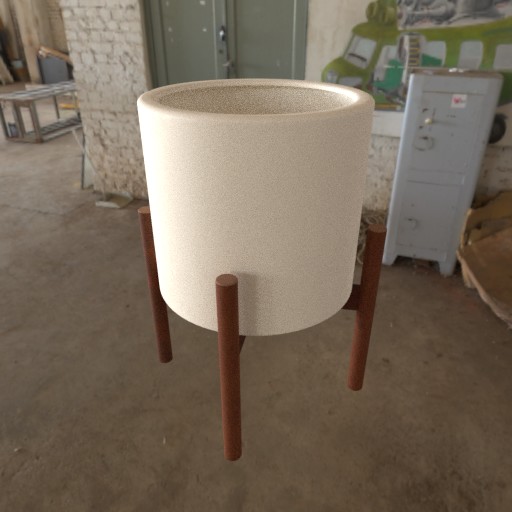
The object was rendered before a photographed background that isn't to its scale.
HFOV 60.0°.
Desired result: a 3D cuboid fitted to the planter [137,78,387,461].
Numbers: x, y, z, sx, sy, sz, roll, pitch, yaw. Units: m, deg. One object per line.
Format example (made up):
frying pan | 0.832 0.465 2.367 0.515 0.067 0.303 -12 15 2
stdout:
planter | 0.000 0.000 0.513 0.224 0.358 0.224 -18 34 -29
